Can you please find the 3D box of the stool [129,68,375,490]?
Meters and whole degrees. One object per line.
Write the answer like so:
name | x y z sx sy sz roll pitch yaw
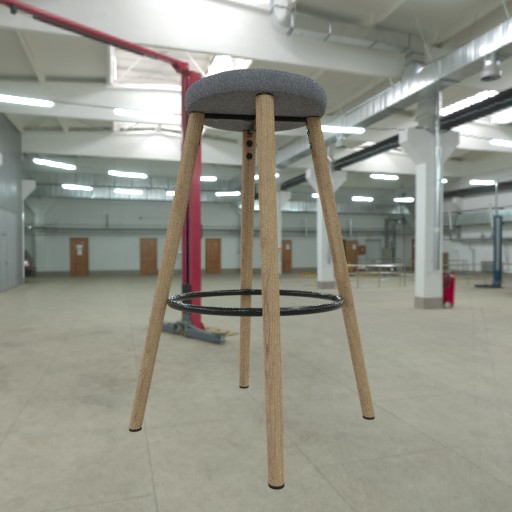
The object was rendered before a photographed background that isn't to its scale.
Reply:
stool | 0.000 0.000 1.013 0.410 0.770 0.410 1 1 38
